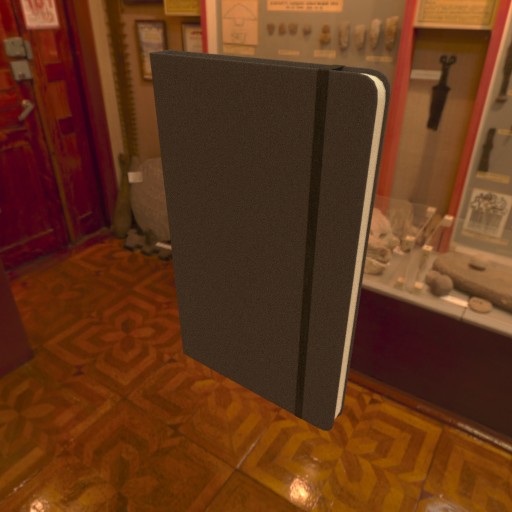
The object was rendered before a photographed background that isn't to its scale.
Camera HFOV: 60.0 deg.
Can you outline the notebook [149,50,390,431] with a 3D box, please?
[{"bbox_3d":[0.000,0.000,0.261,0.127,0.213,0.016,20,36,30],"label":"notebook"}]
